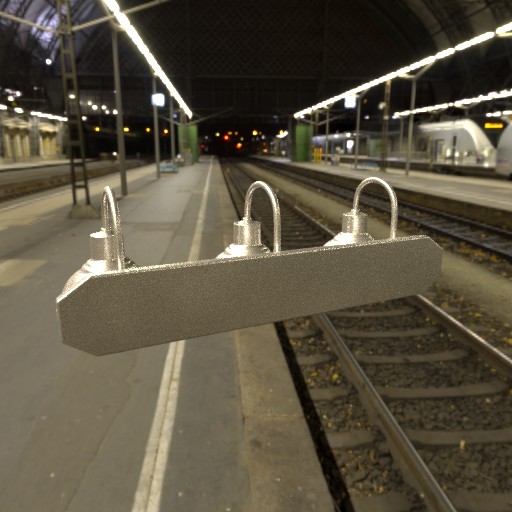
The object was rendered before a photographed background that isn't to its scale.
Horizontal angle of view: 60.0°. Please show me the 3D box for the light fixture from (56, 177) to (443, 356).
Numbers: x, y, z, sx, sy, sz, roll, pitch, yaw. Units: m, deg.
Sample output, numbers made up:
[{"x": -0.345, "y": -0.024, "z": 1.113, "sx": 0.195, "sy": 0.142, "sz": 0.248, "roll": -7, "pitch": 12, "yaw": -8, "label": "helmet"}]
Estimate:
[{"x": 0.000, "y": 0.000, "z": 0.754, "sx": 0.634, "sy": 0.254, "sz": 0.229, "roll": -7, "pitch": 15, "yaw": -26, "label": "light fixture"}]
